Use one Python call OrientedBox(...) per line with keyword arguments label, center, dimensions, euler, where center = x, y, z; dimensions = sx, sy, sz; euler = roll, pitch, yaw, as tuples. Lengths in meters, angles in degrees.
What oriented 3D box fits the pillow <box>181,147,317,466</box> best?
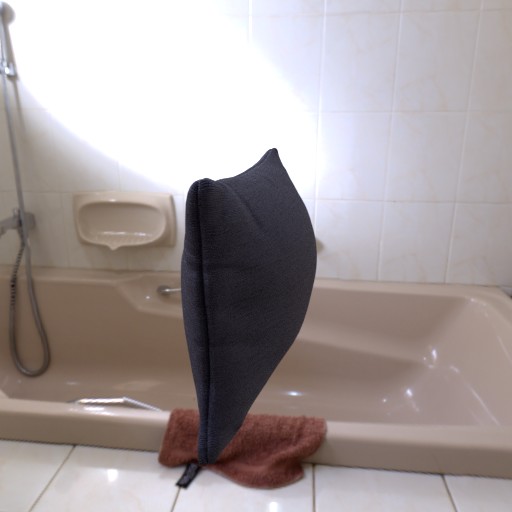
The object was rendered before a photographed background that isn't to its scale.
OrientedBox(label="pillow", center=(0.000, 0.000, 0.771), dimensions=(0.210, 0.338, 0.633), euler=(3, 17, 8))
